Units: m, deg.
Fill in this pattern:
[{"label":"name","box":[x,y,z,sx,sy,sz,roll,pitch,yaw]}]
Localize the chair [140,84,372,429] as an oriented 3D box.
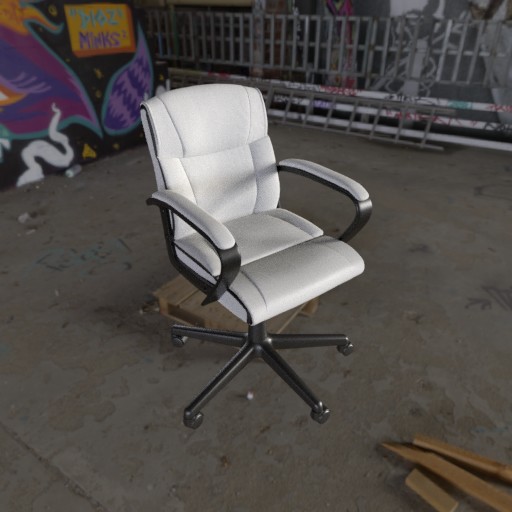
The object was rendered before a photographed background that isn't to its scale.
[{"label":"chair","box":[0.000,0.000,1.493,0.739,1.004,0.717,-20,36,-31]}]
